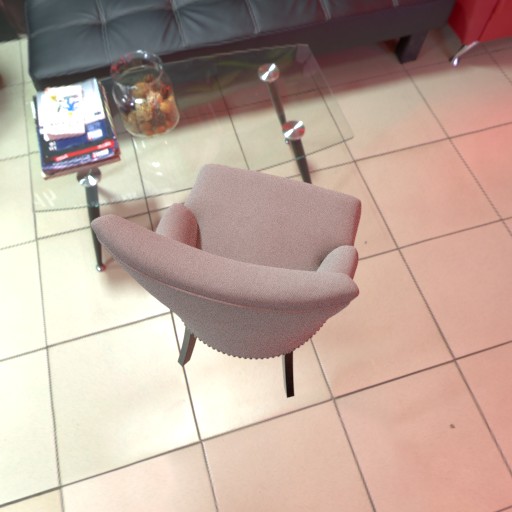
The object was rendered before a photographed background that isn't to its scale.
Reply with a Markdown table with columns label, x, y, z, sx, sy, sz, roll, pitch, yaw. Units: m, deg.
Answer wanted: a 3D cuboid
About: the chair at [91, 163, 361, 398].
| label | x | y | z | sx | sy | sz | roll | pitch | yaw |
| --- | --- | --- | --- | --- | --- | --- | --- | --- | --- |
| chair | 0.000 | 0.000 | 1.298 | 0.566 | 0.909 | 0.629 | 14 | 64 | 7 |
